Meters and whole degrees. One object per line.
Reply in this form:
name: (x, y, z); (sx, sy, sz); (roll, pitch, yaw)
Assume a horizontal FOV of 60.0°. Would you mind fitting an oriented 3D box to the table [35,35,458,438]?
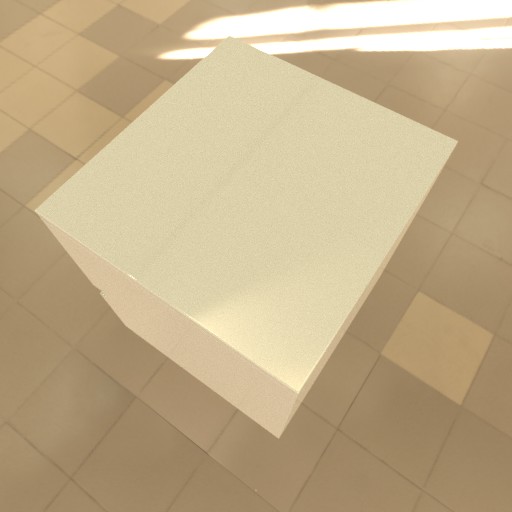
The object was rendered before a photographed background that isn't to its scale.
table: (0.000, 0.000, 0.802); (0.400, 0.470, 0.420); (32, 67, 15)
